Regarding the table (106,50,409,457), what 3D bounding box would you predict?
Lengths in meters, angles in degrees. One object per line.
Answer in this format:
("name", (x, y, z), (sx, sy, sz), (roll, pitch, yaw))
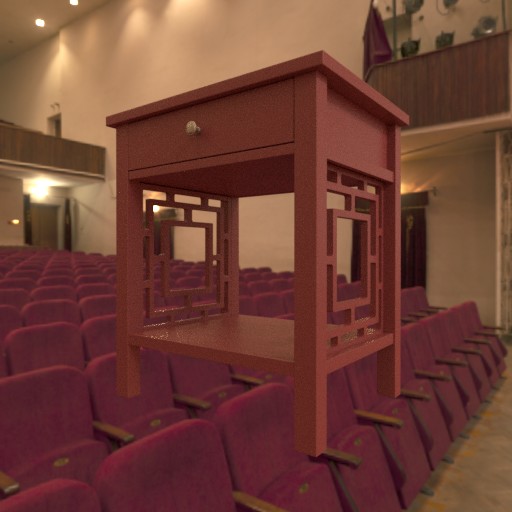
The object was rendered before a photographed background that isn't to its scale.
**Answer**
("table", (0.000, 0.000, 1.085), (0.599, 0.686, 0.451), (0, 0, 37))
